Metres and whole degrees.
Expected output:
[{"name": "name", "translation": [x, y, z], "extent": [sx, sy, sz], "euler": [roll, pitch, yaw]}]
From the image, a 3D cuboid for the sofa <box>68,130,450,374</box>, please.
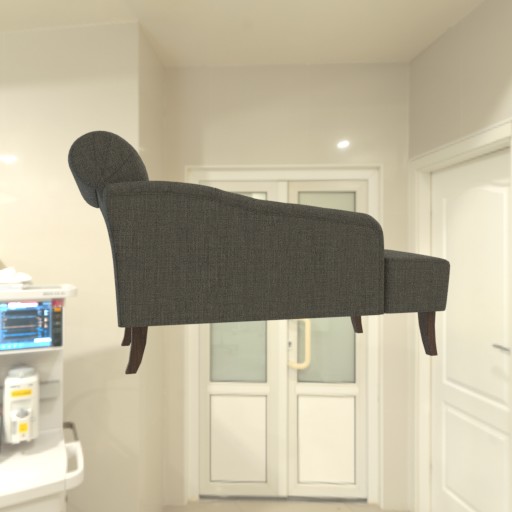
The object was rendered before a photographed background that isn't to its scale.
[{"name": "sofa", "translation": [0.000, 0.000, 1.807], "extent": [1.379, 0.787, 0.675], "euler": [0, 0, -18]}]
